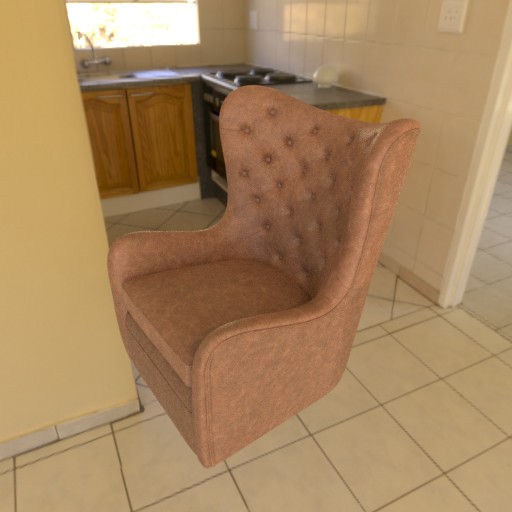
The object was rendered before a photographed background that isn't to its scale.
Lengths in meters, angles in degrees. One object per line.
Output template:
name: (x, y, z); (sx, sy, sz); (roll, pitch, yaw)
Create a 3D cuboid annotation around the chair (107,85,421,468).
chair: (0.000, 0.000, 1.676); (0.930, 1.079, 0.831); (-20, 35, -31)
